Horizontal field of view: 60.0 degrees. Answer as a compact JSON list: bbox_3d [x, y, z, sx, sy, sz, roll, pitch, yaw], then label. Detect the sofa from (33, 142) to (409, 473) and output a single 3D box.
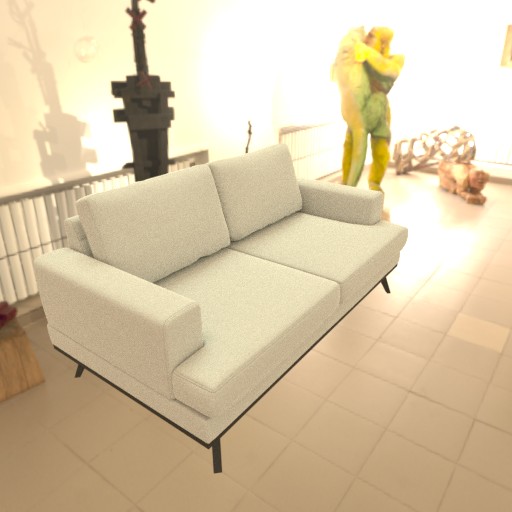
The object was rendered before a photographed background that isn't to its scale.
[{"bbox_3d":[0.000,0.000,2.099,0.920,0.810,1.650,17,30,33],"label":"sofa"}]
